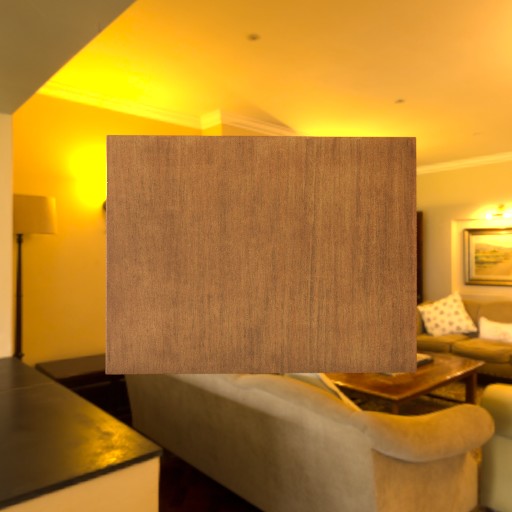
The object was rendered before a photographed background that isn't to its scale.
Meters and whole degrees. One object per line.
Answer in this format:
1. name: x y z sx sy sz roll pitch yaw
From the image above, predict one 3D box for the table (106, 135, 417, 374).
1. table: 0.000 0.000 1.280 0.549 0.419 1.000 0 0 -1
